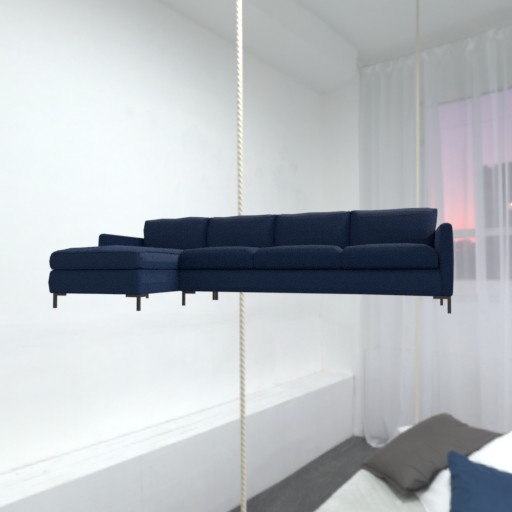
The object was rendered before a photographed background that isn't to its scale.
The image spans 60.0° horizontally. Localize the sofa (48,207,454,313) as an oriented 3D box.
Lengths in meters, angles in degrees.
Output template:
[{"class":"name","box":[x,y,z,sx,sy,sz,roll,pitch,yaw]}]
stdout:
[{"class":"sofa","box":[0.000,0.000,2.964,2.450,0.679,1.128,-1,-2,19]}]
